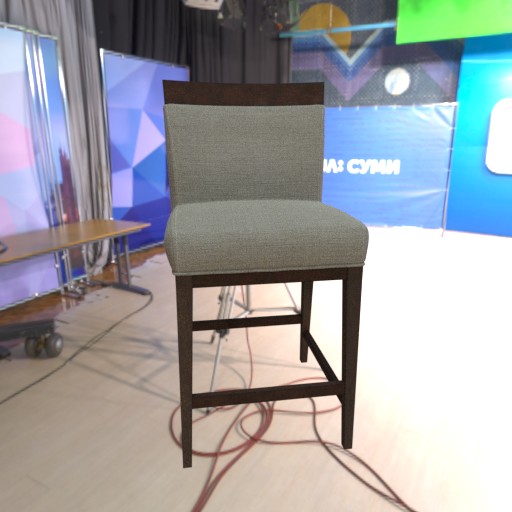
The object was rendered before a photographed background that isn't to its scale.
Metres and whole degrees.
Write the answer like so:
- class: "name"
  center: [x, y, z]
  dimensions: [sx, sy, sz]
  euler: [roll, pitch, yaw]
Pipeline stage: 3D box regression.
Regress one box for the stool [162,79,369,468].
- class: "stool"
  center: [0.000, 0.000, 1.321]
  dimensions: [0.512, 1.009, 0.531]
  euler: [-3, 17, -9]
